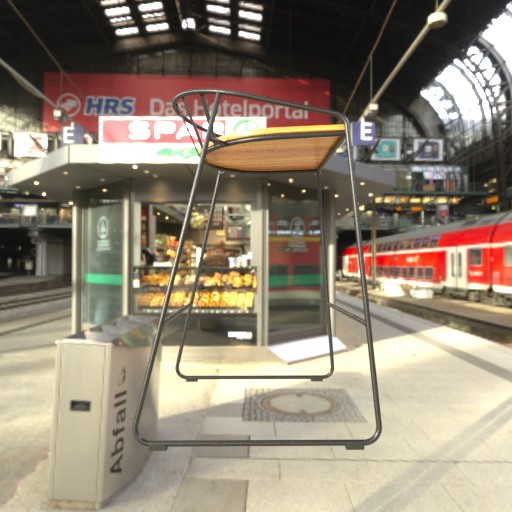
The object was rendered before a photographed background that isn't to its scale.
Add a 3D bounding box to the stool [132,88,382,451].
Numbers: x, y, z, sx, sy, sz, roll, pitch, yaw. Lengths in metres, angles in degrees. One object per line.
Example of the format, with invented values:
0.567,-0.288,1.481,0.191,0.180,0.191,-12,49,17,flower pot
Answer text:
0.000,0.000,1.194,0.521,0.812,0.546,0,-1,-1,stool
